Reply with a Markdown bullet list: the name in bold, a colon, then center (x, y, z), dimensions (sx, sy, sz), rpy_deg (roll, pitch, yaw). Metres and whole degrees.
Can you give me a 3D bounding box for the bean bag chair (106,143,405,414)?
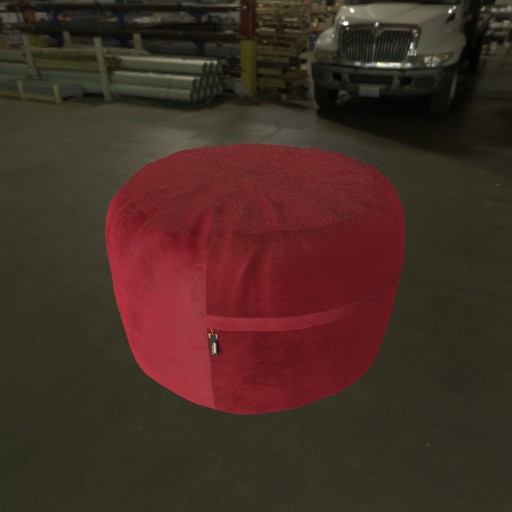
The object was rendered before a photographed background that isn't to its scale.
- **bean bag chair**: center (0.000, 0.000, 1.947), dimensions (1.219, 0.762, 1.219), rpy_deg (0, 30, 0)
